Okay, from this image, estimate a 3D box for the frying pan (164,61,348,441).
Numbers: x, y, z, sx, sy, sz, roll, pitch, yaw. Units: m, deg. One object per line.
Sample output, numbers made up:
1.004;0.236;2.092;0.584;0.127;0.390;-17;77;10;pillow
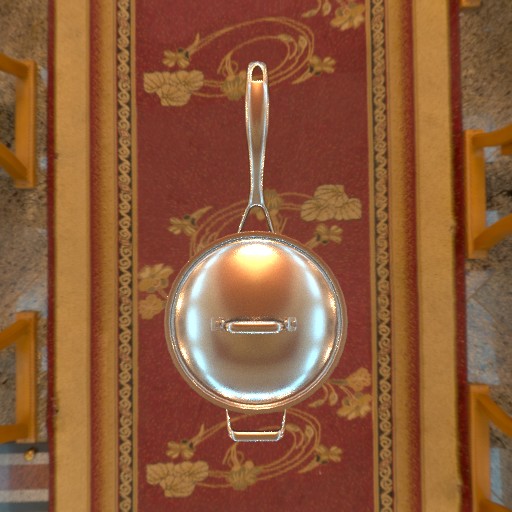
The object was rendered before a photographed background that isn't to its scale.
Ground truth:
0.000;0.000;0.604;0.245;0.111;0.492;0;90;-1;frying pan
